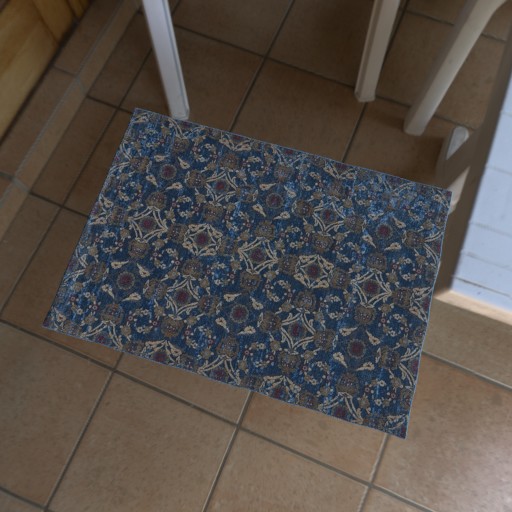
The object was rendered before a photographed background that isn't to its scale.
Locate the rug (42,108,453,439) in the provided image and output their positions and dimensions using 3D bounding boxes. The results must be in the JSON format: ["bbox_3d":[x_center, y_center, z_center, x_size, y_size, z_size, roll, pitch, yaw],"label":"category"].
[{"bbox_3d":[0.000,0.000,2.764,2.207,0.014,1.567,16,75,4],"label":"rug"}]
